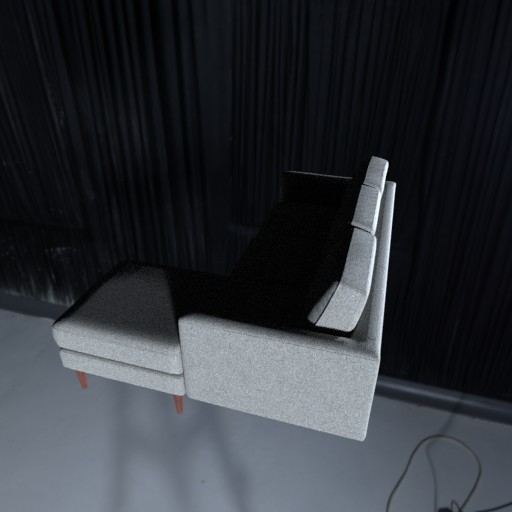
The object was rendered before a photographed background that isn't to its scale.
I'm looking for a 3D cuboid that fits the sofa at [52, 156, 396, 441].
[{"bbox_3d":[0.000,0.000,2.944,1.667,0.957,2.055,9,32,14],"label":"sofa"}]
